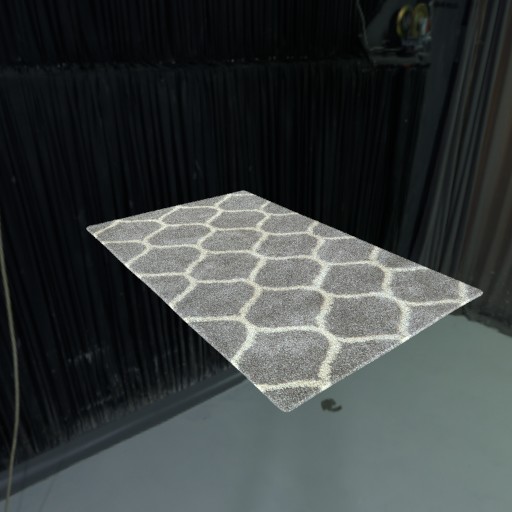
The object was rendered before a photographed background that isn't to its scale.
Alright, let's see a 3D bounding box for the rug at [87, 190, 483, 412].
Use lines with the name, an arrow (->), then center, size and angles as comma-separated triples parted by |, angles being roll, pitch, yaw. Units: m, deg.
rug -> 0.000, 0.000, 2.972 | 1.501, 0.025, 2.348 | -19, 32, -33
